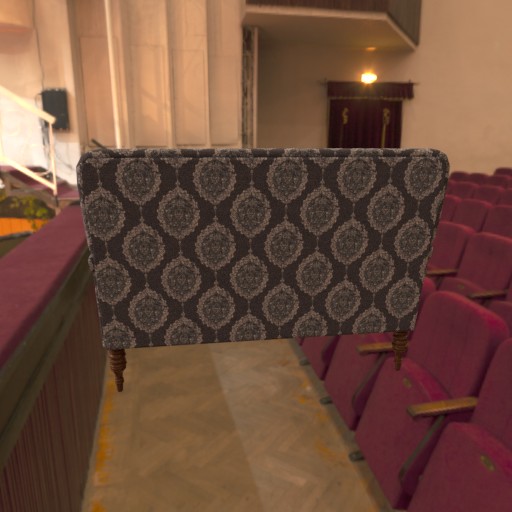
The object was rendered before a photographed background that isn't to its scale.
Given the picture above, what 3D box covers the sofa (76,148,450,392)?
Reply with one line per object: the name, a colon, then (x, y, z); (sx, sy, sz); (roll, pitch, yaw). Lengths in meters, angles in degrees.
sofa: (0.000, 0.000, 1.830); (1.297, 0.867, 0.779); (-2, 14, -8)
